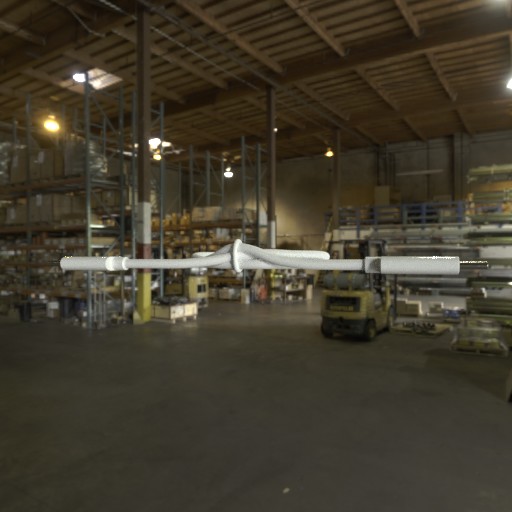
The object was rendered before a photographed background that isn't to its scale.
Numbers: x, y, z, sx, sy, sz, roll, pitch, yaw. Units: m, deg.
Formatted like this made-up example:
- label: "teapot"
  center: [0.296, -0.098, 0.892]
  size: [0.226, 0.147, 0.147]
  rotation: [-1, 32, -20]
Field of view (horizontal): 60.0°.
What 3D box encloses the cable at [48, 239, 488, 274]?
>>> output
- label: "cable"
  center: [0.000, 0.000, 0.209]
  size: [0.186, 0.014, 0.070]
  rotation: [0, 0, 19]
